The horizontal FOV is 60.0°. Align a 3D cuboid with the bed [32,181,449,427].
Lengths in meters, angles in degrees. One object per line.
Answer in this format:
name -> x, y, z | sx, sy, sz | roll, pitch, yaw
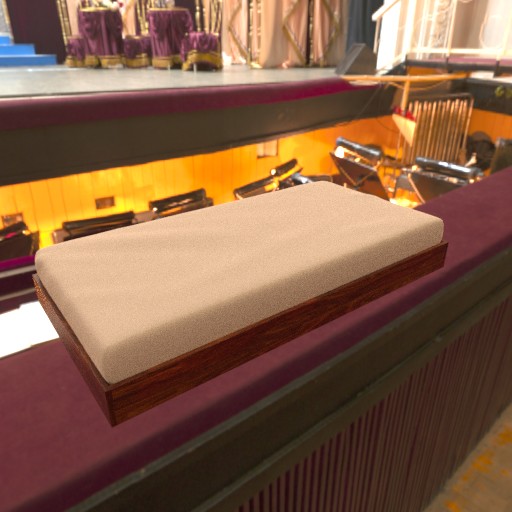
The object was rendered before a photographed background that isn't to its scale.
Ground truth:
bed -> 0.000, 0.000, 2.192 | 1.860, 0.312, 0.940 | -18, 32, -33
